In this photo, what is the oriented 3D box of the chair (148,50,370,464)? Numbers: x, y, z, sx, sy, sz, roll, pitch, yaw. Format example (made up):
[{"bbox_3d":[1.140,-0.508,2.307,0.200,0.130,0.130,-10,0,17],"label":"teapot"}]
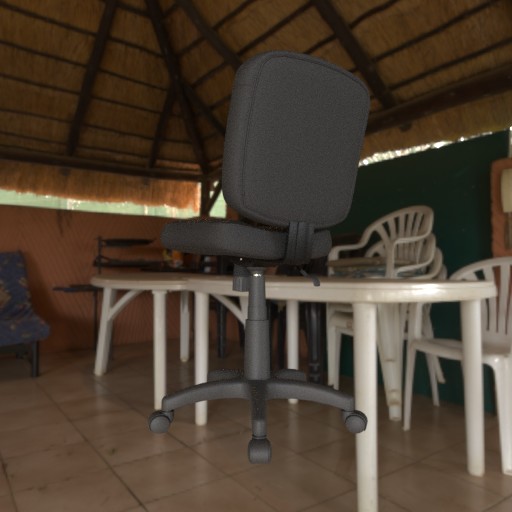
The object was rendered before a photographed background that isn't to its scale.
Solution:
[{"bbox_3d":[0.000,0.000,1.329,0.610,0.972,0.610,1,-2,-36],"label":"chair"}]
